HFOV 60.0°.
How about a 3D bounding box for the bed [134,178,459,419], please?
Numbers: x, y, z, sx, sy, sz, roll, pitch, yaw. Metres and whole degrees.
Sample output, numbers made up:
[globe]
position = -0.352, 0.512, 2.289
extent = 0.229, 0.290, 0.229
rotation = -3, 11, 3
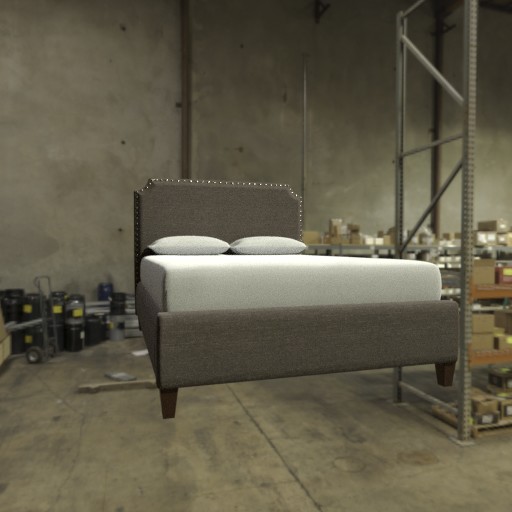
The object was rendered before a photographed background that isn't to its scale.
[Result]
[bed]
position = 0.000, 0.000, 3.379
extent = 1.713, 1.457, 2.381
rotation = 0, 1, -17
